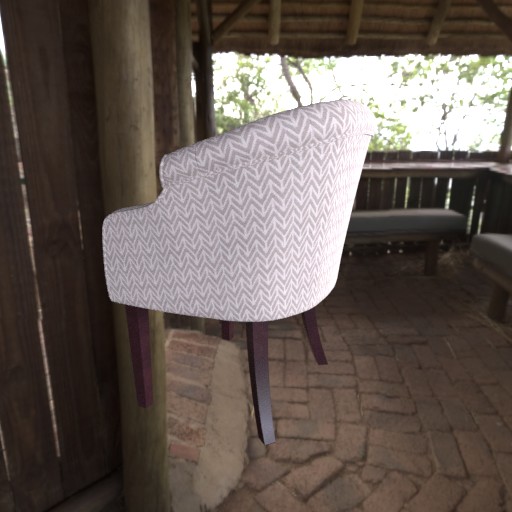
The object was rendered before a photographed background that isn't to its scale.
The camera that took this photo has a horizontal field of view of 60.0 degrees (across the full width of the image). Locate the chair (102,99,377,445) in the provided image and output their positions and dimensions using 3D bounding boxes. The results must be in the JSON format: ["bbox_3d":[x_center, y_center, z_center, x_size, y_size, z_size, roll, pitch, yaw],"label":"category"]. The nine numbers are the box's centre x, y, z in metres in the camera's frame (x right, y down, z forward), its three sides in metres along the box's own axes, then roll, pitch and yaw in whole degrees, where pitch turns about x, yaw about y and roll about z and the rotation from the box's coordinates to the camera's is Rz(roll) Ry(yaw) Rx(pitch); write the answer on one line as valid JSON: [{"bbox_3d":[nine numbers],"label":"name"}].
[{"bbox_3d":[0.000,0.000,1.311,0.613,0.858,0.686,8,17,25],"label":"chair"}]
